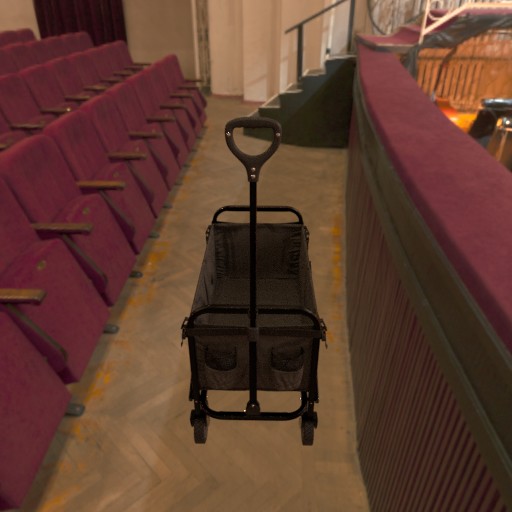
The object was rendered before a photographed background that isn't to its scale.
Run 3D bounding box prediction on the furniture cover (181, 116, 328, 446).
[{"bbox_3d":[0.000,0.000,1.835,0.532,1.295,1.038,1,30,1],"label":"furniture cover"}]
